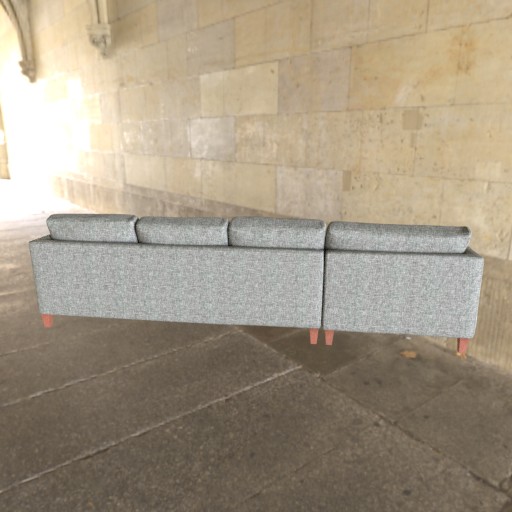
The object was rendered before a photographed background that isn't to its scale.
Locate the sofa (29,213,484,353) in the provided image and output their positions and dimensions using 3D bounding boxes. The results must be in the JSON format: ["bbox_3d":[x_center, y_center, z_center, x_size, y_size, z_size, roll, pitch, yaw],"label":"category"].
[{"bbox_3d":[0.000,0.000,4.127,3.485,0.960,1.635,2,15,8],"label":"sofa"}]
